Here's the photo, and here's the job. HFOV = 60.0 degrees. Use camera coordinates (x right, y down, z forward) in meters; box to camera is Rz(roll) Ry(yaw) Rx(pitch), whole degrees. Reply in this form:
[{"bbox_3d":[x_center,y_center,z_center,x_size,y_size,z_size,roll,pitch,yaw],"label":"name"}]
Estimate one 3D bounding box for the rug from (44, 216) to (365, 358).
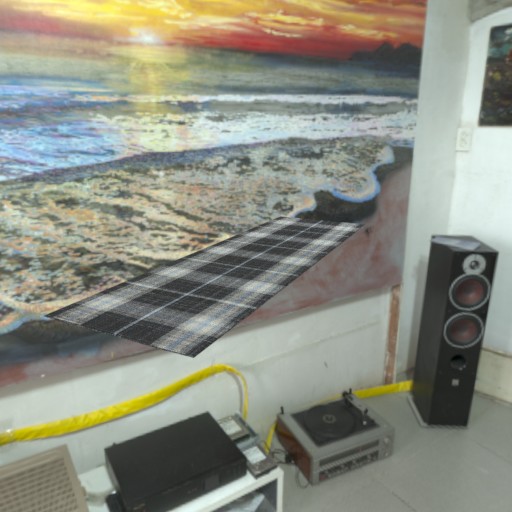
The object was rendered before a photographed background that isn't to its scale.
[{"bbox_3d":[0.000,0.000,2.724,0.760,0.012,2.434,8,18,26],"label":"rug"}]
